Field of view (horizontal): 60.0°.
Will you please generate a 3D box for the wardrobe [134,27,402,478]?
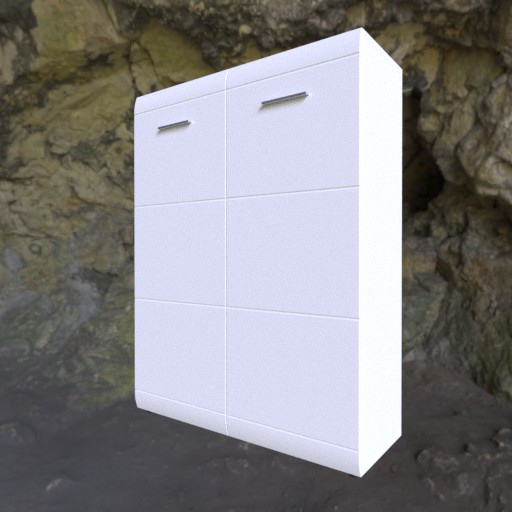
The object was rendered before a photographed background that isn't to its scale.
[{"bbox_3d":[0.000,0.000,1.547,0.900,1.200,0.360,0,1,36],"label":"wardrobe"}]
